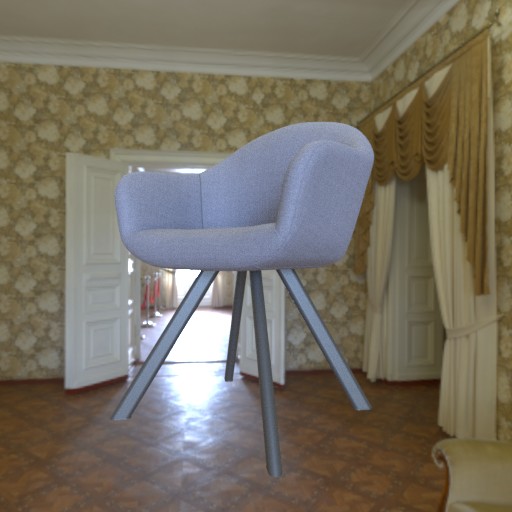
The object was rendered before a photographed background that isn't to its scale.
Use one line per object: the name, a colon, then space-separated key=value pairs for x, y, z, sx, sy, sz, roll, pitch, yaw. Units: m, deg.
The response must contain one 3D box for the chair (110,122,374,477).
chair: x=0.000 y=0.000 z=1.160 sx=0.590 sy=0.795 sz=0.550 roll=0 pitch=0 yaw=36
